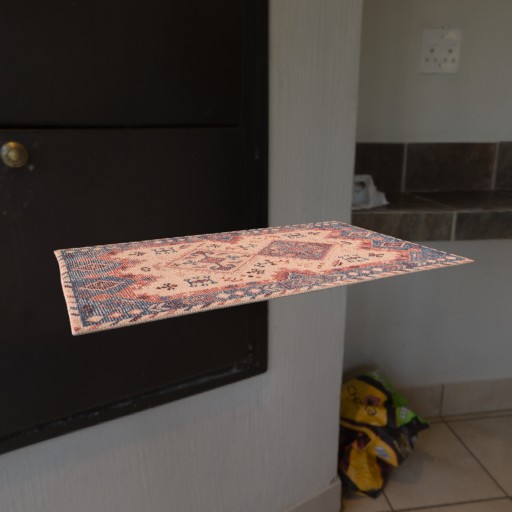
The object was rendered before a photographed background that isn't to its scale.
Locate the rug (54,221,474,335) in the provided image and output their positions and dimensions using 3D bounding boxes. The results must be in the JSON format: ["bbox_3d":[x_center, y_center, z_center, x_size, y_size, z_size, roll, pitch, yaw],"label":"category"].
[{"bbox_3d":[0.000,0.000,3.030,2.464,0.023,1.521,-8,17,-25],"label":"rug"}]
